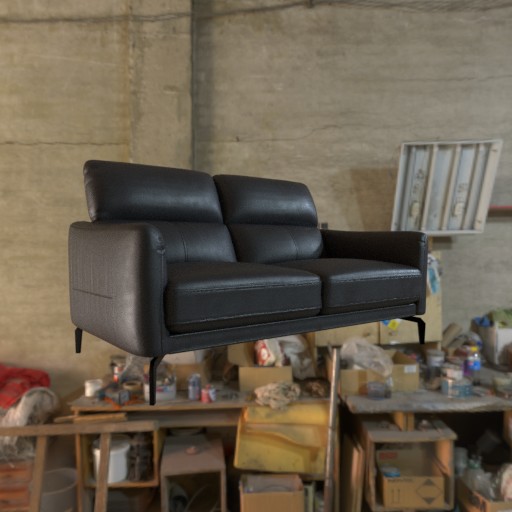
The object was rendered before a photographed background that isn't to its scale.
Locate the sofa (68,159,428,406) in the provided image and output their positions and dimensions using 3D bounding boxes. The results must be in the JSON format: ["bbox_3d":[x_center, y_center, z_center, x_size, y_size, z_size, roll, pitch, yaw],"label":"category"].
[{"bbox_3d":[0.000,0.000,2.165,1.596,0.920,0.958,-1,2,-36],"label":"sofa"}]
